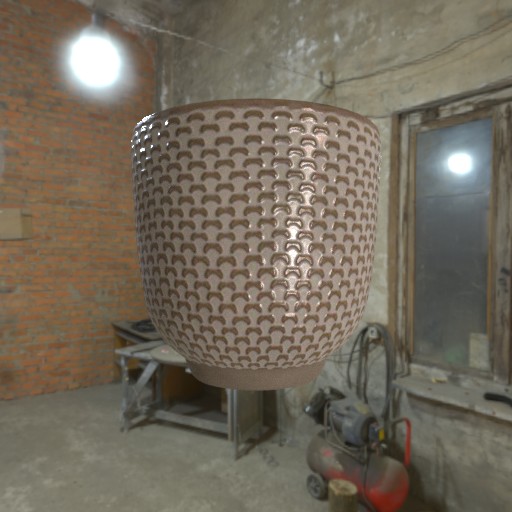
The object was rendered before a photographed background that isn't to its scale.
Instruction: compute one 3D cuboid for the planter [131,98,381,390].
[{"bbox_3d":[0.000,0.000,0.362,0.197,0.191,0.197,0,0,0],"label":"planter"}]
